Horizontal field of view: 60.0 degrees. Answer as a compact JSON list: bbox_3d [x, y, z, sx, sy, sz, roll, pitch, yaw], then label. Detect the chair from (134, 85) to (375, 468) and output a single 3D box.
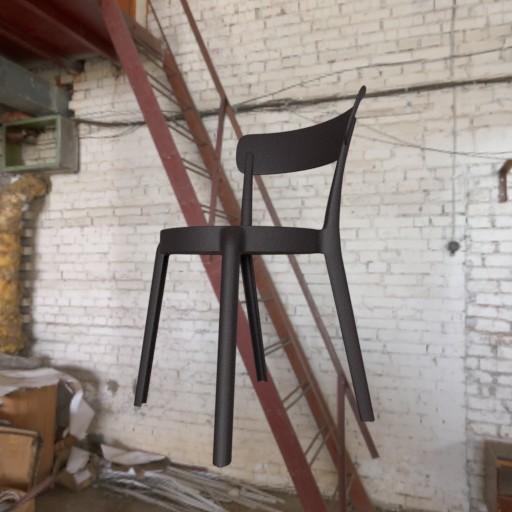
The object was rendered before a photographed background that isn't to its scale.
[{"bbox_3d":[0.000,0.000,1.139,0.491,0.790,0.506,1,-1,-35],"label":"chair"}]
